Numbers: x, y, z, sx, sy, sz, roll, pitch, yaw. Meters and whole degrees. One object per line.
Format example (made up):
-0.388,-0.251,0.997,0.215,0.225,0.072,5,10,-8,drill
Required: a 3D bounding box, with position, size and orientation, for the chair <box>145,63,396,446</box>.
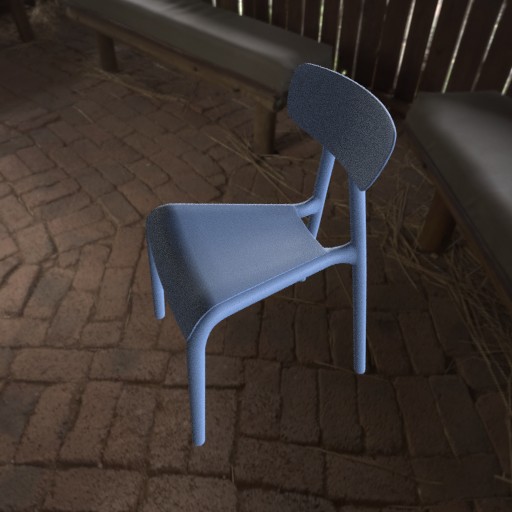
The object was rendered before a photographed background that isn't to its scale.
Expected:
0.000,0.000,0.831,0.401,0.580,0.356,-16,47,-15,chair
